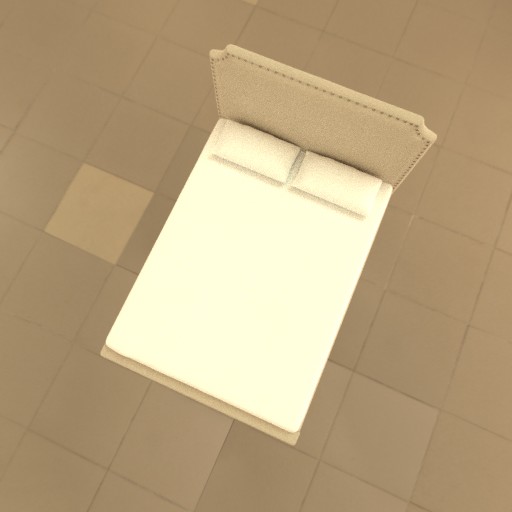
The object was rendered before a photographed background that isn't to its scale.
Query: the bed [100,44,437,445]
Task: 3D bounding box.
[{"bbox_3d":[0.000,0.000,3.436,1.713,1.443,2.372,23,77,6],"label":"bed"}]
